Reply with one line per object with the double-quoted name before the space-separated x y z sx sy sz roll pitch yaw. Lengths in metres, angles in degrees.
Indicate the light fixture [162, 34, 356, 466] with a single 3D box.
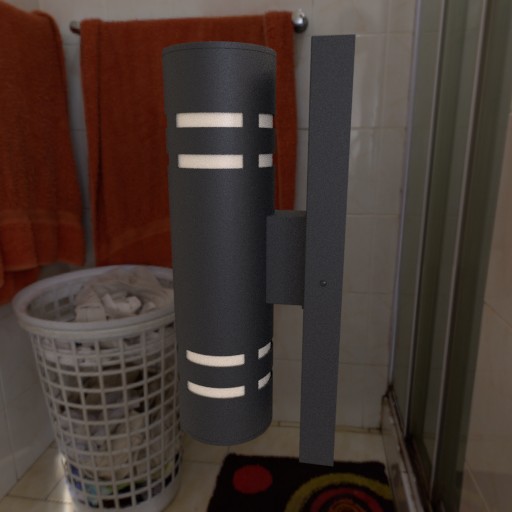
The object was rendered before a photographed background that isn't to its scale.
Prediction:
"light fixture" 0.000 0.000 0.390 0.149 0.330 0.105 3 15 10
